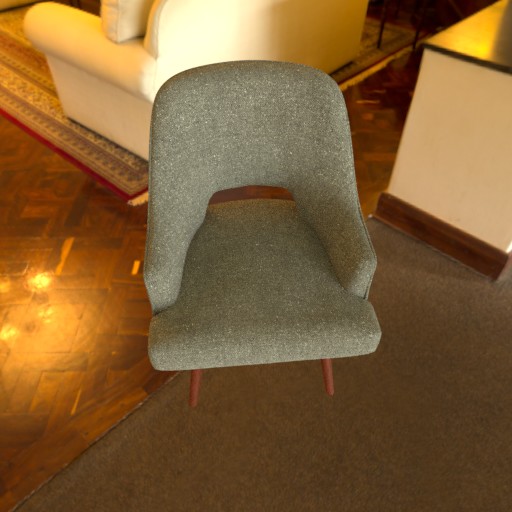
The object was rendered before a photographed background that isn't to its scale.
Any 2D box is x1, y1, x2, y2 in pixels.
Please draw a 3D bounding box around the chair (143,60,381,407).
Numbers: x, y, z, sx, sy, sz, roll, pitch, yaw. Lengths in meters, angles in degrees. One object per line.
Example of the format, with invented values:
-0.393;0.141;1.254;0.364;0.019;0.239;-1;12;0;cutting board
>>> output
0.000;0.000;1.284;0.608;0.875;0.629;-4;46;-4;chair
